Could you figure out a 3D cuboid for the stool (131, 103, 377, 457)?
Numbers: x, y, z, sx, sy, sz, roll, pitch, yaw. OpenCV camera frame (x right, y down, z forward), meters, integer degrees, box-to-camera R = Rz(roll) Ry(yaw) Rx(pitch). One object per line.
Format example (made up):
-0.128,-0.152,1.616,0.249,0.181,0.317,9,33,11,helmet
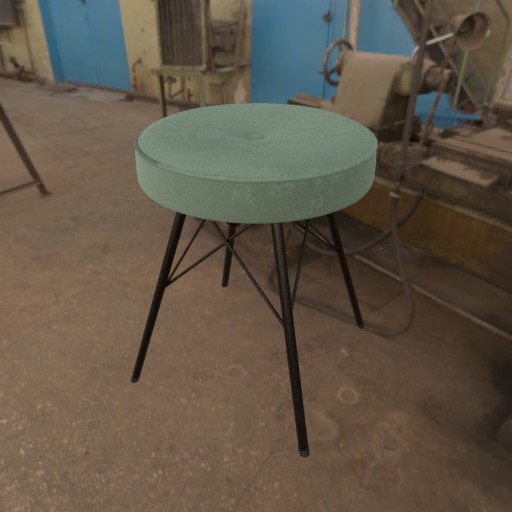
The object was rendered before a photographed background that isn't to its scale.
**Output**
0.000,0.000,0.884,0.458,0.519,0.457,20,37,29,stool
